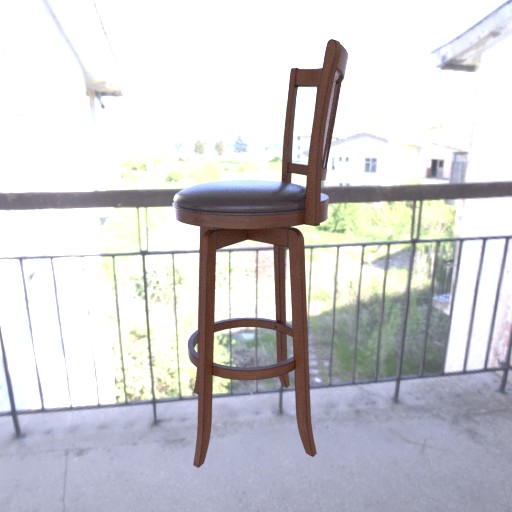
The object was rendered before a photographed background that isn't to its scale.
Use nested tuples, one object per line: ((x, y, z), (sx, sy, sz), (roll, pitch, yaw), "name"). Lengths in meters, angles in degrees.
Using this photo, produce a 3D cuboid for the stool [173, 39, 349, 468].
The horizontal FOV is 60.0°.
((0.000, 0.000, 1.401), (0.503, 1.177, 0.464), (-2, 15, -7), "stool")
